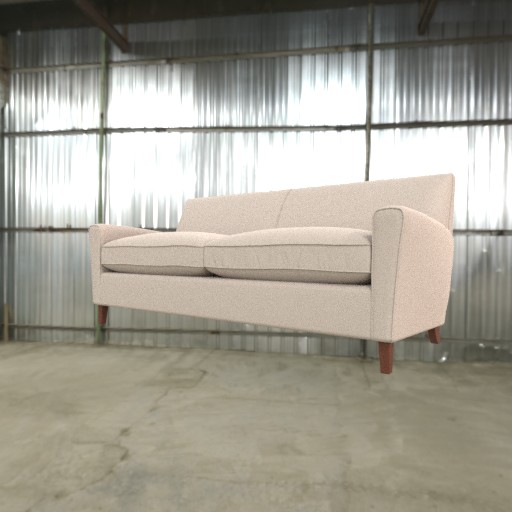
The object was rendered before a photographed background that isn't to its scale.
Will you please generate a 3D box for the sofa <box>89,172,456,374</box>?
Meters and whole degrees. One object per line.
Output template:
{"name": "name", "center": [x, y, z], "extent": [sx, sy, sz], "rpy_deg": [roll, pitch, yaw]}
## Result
{"name": "sofa", "center": [0.000, 0.000, 2.496], "extent": [2.000, 0.846, 0.875], "rpy_deg": [1, 1, 37]}
